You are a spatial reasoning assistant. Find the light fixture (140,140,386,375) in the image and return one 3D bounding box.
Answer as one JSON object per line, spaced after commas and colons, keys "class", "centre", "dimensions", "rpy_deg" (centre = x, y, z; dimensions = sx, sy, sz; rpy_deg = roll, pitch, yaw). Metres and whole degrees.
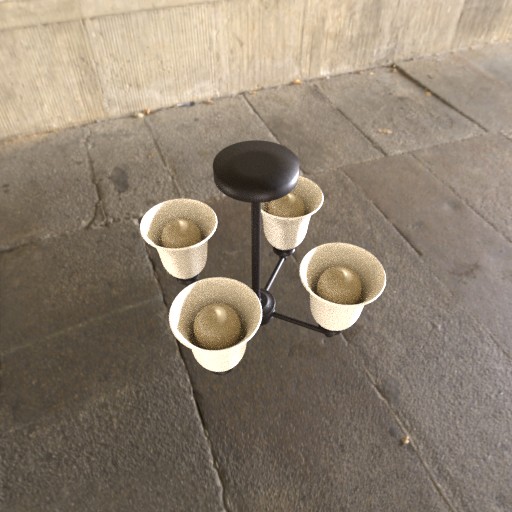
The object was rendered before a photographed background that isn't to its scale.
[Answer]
{"class": "light fixture", "centre": [0.000, 0.000, 1.873], "dimensions": [1.069, 0.925, 1.069], "rpy_deg": [17, 48, 16]}
